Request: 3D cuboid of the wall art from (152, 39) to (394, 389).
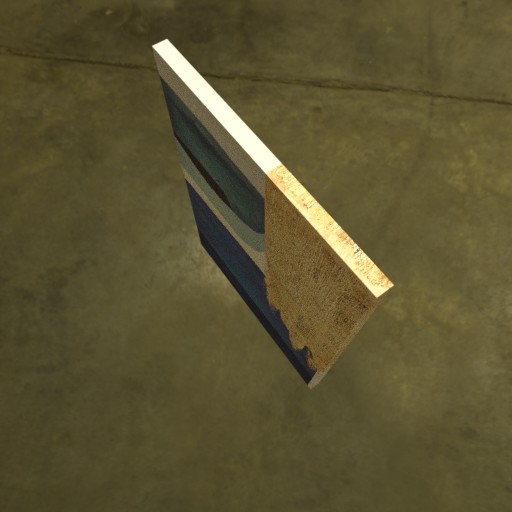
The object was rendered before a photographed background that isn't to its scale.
[{"bbox_3d":[0.000,0.000,0.818,0.026,0.613,0.458,-34,69,-15],"label":"wall art"}]
